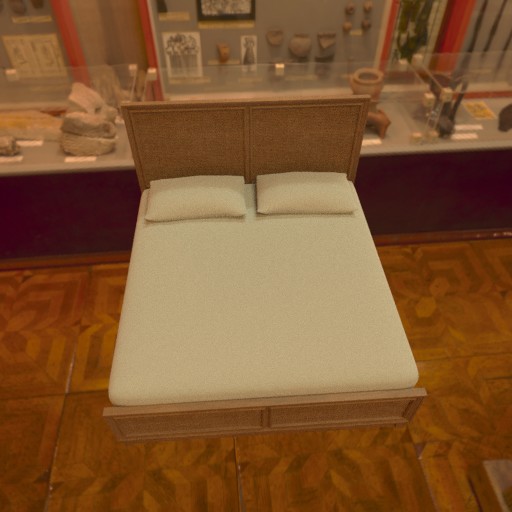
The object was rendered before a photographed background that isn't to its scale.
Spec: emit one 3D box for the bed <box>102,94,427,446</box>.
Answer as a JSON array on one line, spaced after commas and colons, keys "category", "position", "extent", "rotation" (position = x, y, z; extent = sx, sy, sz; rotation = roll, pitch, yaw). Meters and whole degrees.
[{"category": "bed", "position": [0.000, 0.000, 3.336], "extent": [2.003, 1.387, 2.184], "rotation": [-3, 47, -3]}]
